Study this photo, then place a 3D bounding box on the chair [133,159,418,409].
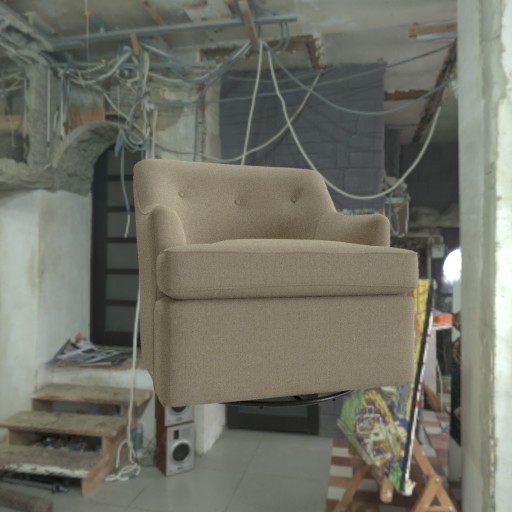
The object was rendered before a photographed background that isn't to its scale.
[{"bbox_3d":[0.000,0.000,1.650,0.864,0.856,0.923,0,-1,-18],"label":"chair"}]
